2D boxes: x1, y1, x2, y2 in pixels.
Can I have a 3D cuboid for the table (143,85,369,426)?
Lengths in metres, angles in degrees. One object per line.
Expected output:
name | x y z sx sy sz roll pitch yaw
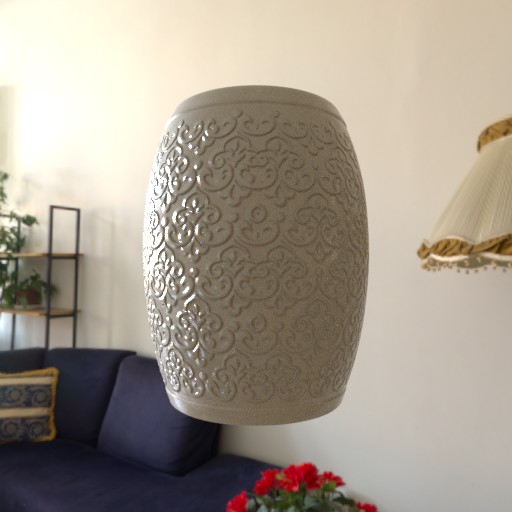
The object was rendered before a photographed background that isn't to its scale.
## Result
table | 0.000 0.000 0.625 0.309 0.397 0.309 0 -2 0
